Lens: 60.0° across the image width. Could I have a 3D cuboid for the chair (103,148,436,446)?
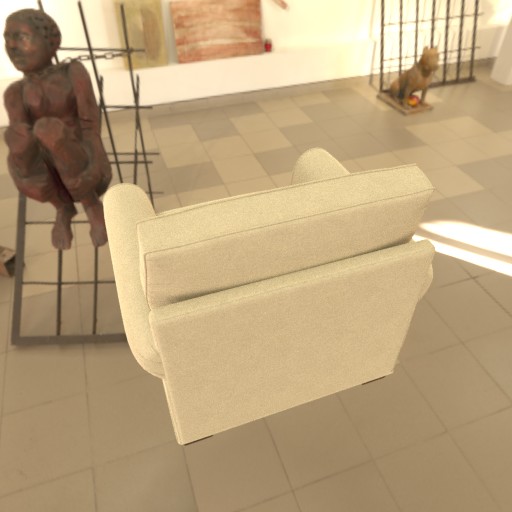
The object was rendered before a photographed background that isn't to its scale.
[{"bbox_3d":[0.000,0.000,1.717,1.040,0.955,0.863,-14,44,-15],"label":"chair"}]
